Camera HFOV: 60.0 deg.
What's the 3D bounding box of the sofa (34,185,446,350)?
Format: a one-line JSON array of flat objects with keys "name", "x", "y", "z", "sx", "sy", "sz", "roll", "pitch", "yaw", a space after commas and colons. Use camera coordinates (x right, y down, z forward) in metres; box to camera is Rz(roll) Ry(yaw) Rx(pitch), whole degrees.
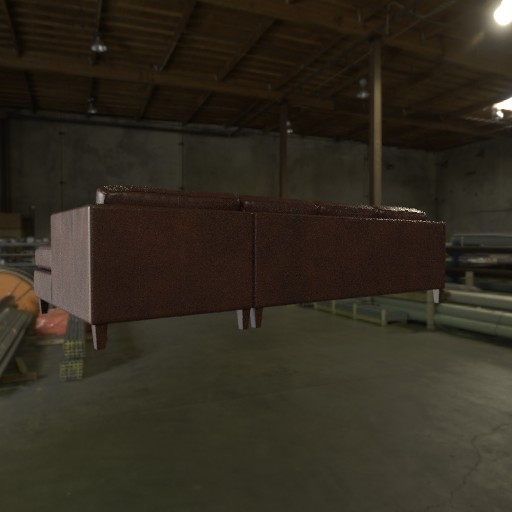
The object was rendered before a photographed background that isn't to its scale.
[{"name": "sofa", "x": 0.000, "y": 0.000, "z": 3.794, "sx": 3.203, "sy": 0.883, "sz": 1.581, "roll": -1, "pitch": 2, "yaw": -36}]
